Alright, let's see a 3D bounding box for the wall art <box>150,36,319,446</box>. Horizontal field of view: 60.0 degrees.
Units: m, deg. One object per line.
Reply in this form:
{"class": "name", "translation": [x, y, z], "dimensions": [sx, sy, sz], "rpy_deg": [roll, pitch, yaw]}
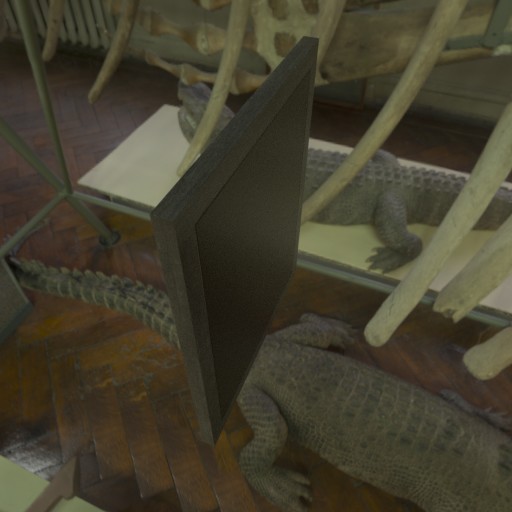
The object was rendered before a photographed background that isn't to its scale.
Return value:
{"class": "wall art", "translation": [0.000, 0.000, 0.789], "dimensions": [0.027, 0.580, 0.479], "rpy_deg": [17, 49, 15]}
